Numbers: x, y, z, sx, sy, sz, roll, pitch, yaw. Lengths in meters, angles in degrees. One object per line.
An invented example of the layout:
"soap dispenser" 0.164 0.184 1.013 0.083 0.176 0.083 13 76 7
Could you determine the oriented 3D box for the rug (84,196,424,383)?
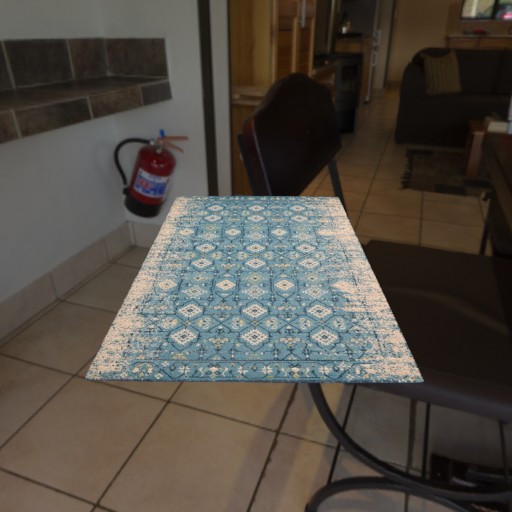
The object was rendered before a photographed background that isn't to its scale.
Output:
"rug" 0.000 0.000 2.225 1.102 0.008 1.795 0 27 1
